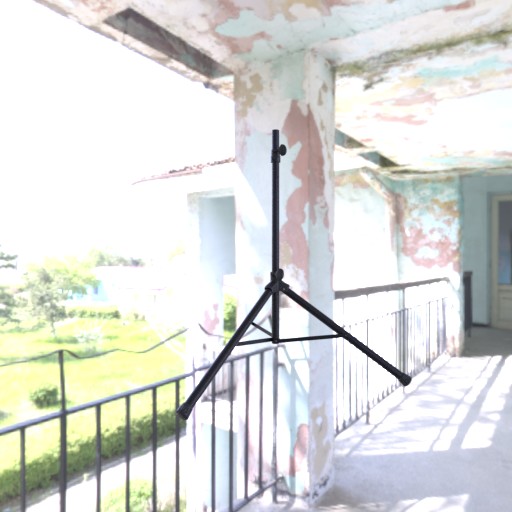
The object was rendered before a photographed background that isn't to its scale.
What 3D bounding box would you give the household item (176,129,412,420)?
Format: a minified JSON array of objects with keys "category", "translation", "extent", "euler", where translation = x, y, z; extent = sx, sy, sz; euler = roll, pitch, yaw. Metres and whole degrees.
[{"category":"household item","translation":[0.000,0.000,1.882],"extent":[1.045,1.136,0.907],"euler":[0,0,37]}]
